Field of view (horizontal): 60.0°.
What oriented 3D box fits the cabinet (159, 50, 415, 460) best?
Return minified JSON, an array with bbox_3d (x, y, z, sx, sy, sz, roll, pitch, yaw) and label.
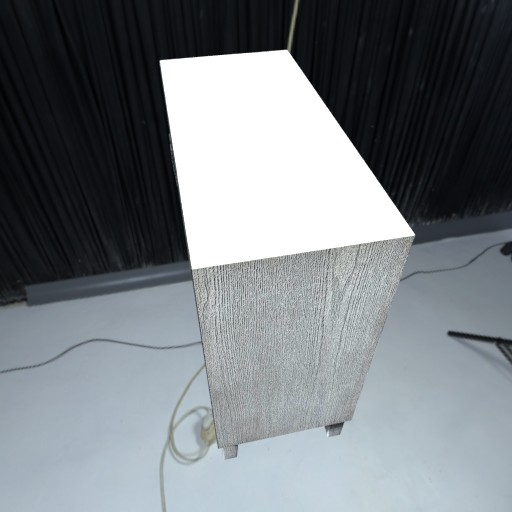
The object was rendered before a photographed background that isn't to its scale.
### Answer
[{"bbox_3d":[0.000,0.000,1.219,0.370,0.787,0.781,-9,46,-8],"label":"cabinet"}]
